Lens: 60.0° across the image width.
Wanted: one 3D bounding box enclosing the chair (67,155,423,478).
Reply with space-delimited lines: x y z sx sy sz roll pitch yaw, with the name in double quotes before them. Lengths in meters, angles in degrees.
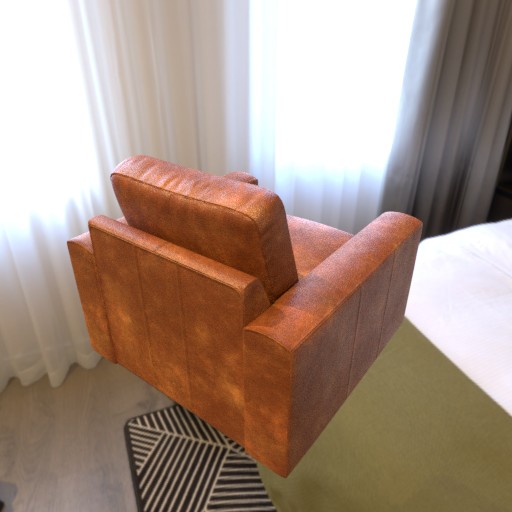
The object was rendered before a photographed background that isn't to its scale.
"chair" 0.000 0.000 1.782 1.005 0.873 1.016 21 36 31
